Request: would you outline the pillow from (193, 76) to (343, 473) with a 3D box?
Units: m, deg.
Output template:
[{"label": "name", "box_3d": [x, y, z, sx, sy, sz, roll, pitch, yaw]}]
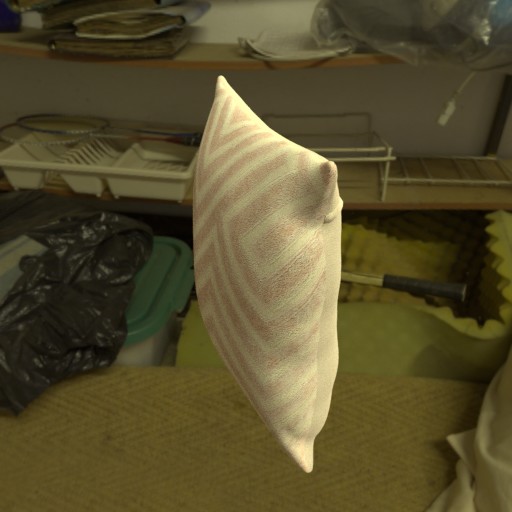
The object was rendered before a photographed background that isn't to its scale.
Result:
[{"label": "pillow", "box_3d": [0.000, 0.000, 0.655, 0.182, 0.441, 0.440, -9, 32, -14]}]
